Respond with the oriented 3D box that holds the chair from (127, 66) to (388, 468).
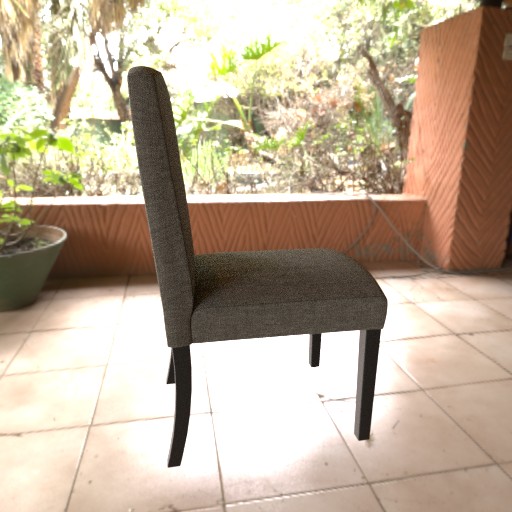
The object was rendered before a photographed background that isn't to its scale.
[{"bbox_3d":[0.000,0.000,1.186,0.580,0.917,0.451,-3,15,-11],"label":"chair"}]
